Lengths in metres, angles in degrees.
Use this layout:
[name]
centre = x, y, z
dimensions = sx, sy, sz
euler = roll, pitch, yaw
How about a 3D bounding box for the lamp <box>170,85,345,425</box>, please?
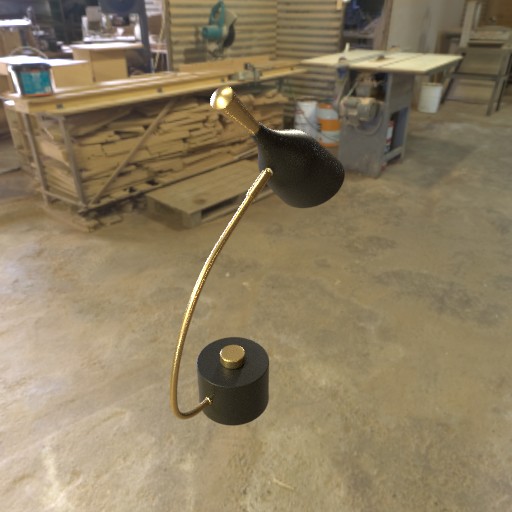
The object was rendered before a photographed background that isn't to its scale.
[lamp]
centre = 0.000, 0.000, 0.624
dimensions = 0.110, 0.464, 0.352
euler = 21, 36, 33
